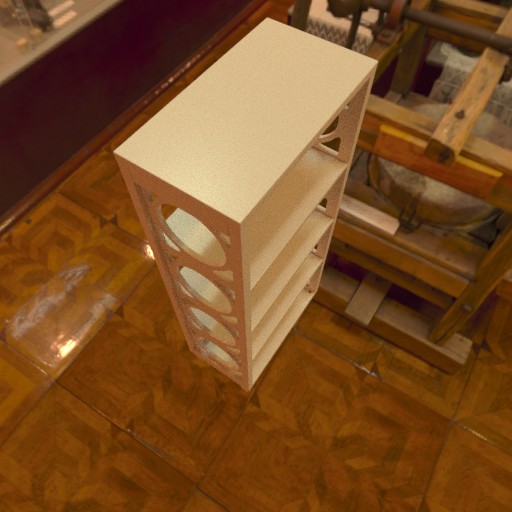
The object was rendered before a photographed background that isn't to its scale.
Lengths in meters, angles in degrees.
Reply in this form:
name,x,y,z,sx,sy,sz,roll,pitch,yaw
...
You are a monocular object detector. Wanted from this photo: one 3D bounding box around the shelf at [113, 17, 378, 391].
name,x,y,z,sx,sy,sz,roll,pitch,yaw
shelf,0.000,0.000,1.651,0.340,1.411,0.611,30,64,17
